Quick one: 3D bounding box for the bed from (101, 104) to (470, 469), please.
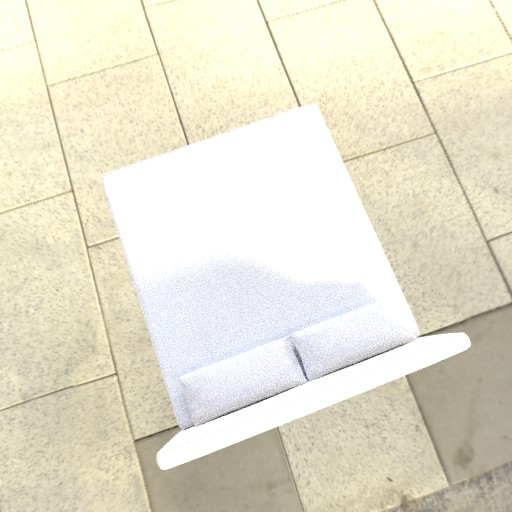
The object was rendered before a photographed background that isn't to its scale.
[{"bbox_3d":[0.000,0.000,3.525,2.119,1.317,2.341,-20,77,-5],"label":"bed"}]
